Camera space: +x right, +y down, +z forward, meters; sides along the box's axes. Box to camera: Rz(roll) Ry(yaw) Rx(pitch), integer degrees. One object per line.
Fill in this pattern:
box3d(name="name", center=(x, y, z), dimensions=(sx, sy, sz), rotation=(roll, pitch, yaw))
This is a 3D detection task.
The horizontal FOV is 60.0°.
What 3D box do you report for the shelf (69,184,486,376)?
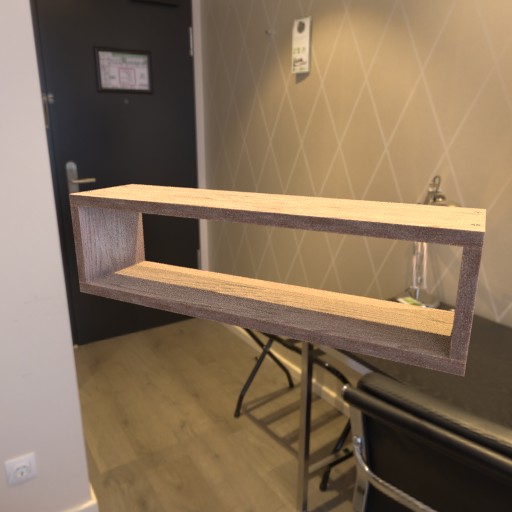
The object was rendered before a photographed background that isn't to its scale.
box3d(name="shelf", center=(0.000, 0.000, 0.681), dimensions=(0.610, 0.170, 0.150), rotation=(8, 18, 26))
